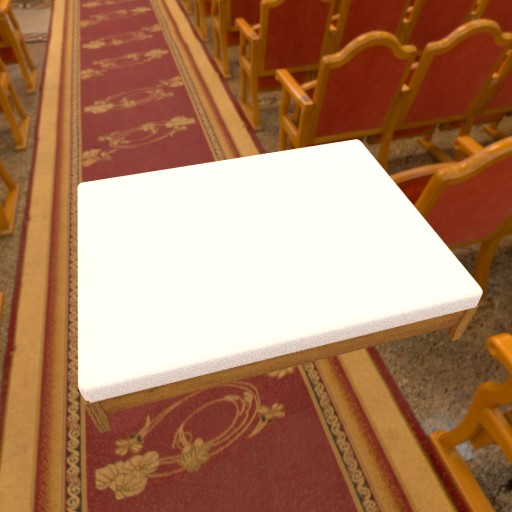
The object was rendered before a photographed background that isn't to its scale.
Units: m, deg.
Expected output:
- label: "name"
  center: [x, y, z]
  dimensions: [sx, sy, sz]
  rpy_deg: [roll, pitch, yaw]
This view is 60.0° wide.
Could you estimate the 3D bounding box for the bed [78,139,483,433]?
- label: "bed"
  center: [0.000, 0.000, 2.722]
  dimensions: [2.016, 0.431, 1.536]
  rpy_deg: [-11, 47, -11]
